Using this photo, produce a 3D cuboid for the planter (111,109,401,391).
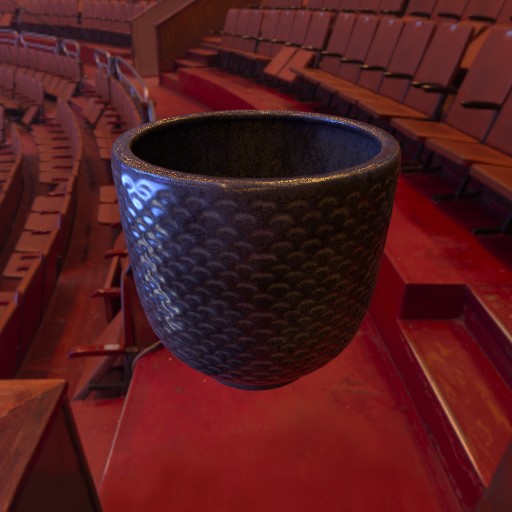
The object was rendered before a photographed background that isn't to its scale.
[{"bbox_3d":[0.000,0.000,0.354,0.197,0.191,0.197,0,29,0],"label":"planter"}]
